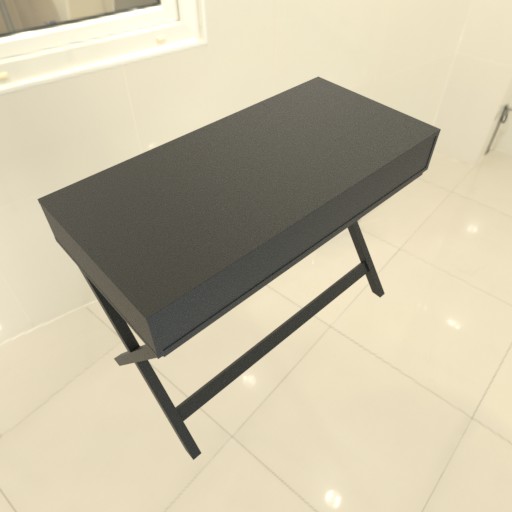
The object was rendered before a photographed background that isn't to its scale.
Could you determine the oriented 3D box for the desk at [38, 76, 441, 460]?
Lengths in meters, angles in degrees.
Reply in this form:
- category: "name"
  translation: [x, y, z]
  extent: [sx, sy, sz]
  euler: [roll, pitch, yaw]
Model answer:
- category: "desk"
  translation: [0.000, 0.000, 1.525]
  extent: [1.057, 0.780, 0.525]
  euler: [-33, 54, -28]
